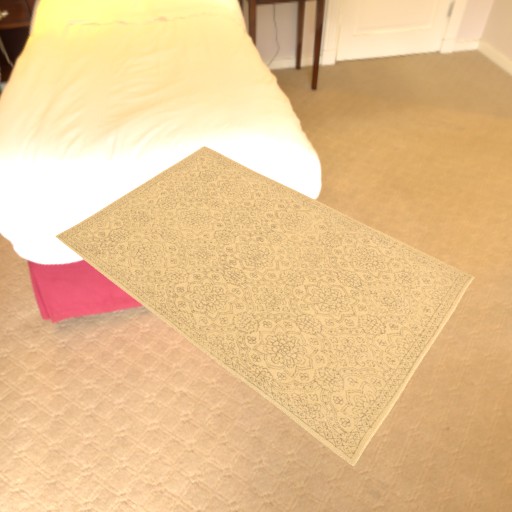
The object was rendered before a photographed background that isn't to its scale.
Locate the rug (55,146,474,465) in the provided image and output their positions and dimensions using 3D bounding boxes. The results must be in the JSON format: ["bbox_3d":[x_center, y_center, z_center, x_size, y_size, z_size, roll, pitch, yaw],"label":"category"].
[{"bbox_3d":[0.000,0.000,2.999,2.434,0.023,1.518,31,54,26],"label":"rug"}]
